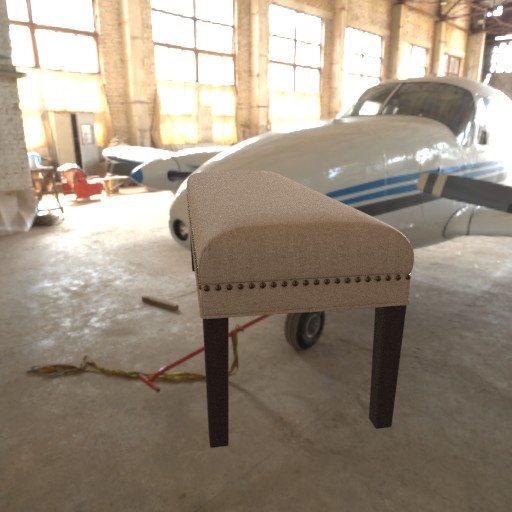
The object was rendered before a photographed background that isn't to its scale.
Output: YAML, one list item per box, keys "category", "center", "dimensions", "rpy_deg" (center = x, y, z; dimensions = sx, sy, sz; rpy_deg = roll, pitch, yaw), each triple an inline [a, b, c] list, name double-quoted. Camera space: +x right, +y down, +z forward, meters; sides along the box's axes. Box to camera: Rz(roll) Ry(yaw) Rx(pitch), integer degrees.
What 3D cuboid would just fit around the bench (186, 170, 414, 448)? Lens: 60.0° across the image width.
- category: "bench"
  center: [0.000, 0.000, 1.425]
  dimensions: [0.410, 0.457, 1.219]
  rpy_deg: [-3, 16, -9]
